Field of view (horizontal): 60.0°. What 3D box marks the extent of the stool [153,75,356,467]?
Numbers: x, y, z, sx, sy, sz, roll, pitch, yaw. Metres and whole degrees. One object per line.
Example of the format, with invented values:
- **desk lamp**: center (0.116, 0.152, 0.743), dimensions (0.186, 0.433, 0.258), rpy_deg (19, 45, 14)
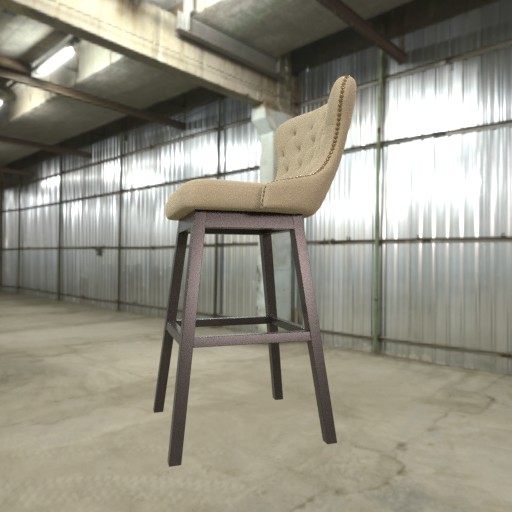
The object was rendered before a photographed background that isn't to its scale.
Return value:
- **stool**: center (0.000, 0.000, 1.424), dimensions (0.605, 1.066, 0.528), rpy_deg (0, -1, -18)
